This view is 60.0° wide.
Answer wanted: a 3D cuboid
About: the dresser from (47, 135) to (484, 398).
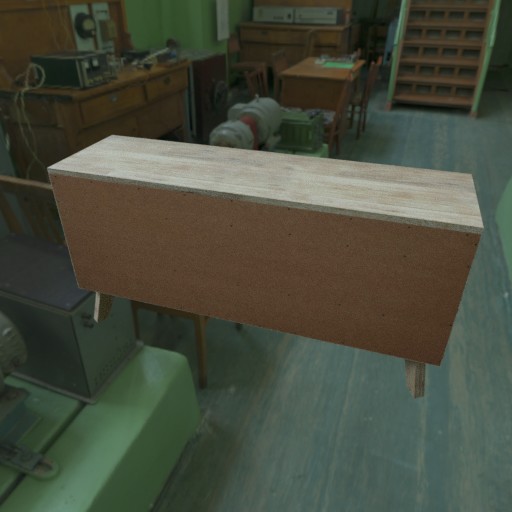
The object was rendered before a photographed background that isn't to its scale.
[{"bbox_3d":[0.000,0.000,1.946,1.602,0.788,0.455,10,34,15],"label":"dresser"}]
